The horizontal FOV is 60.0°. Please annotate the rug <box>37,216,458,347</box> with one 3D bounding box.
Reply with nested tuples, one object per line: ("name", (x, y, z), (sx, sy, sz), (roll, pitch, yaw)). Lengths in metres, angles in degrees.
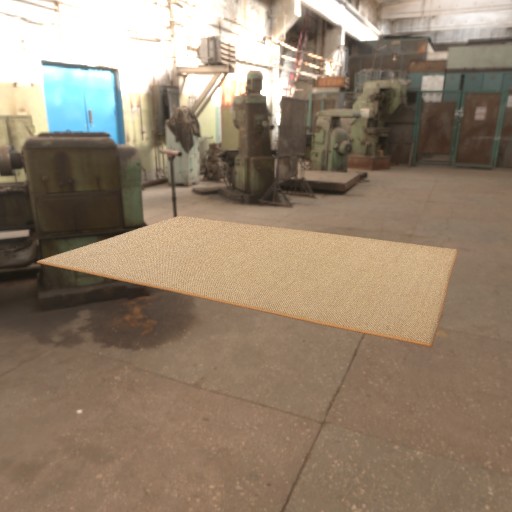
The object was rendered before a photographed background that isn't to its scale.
("rug", (0.000, 0.000, 2.079), (1.678, 0.013, 1.078), (9, 20, 26))
